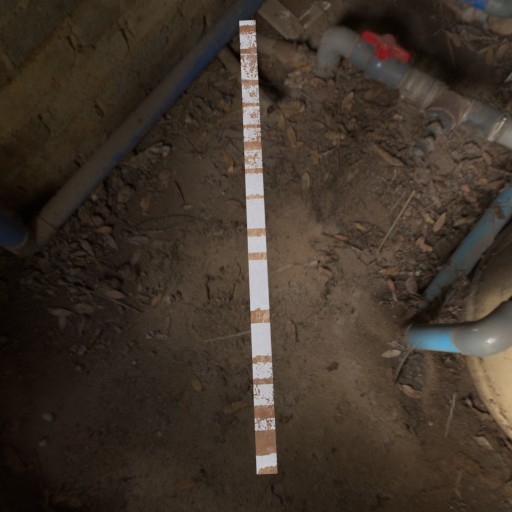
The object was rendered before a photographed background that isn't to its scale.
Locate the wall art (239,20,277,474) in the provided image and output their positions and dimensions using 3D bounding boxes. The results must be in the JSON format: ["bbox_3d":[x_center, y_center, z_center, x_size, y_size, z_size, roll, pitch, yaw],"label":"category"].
[{"bbox_3d":[0.000,0.000,1.156,0.035,0.609,0.914,-2,76,-1],"label":"wall art"}]
